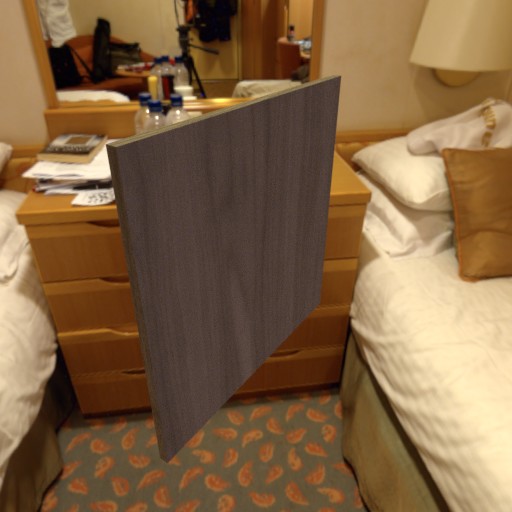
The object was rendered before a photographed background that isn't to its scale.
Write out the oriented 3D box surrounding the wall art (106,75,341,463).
[{"bbox_3d":[0.000,0.000,0.749,0.016,0.507,0.508,20,36,29],"label":"wall art"}]
